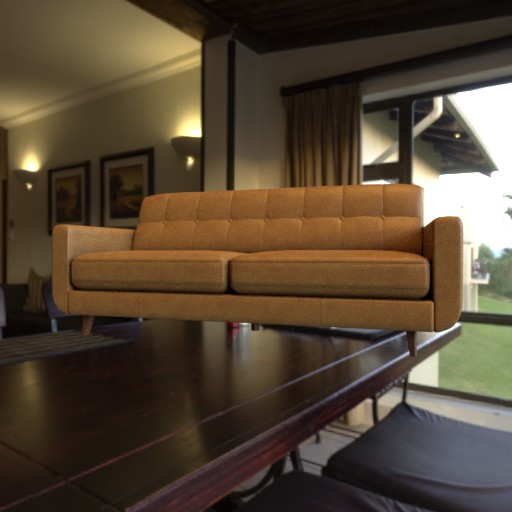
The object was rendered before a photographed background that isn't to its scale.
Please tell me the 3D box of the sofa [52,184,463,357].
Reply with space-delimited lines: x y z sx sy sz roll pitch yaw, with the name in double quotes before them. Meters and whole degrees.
"sofa" 0.000 0.000 2.645 2.137 0.892 0.980 0 0 17
